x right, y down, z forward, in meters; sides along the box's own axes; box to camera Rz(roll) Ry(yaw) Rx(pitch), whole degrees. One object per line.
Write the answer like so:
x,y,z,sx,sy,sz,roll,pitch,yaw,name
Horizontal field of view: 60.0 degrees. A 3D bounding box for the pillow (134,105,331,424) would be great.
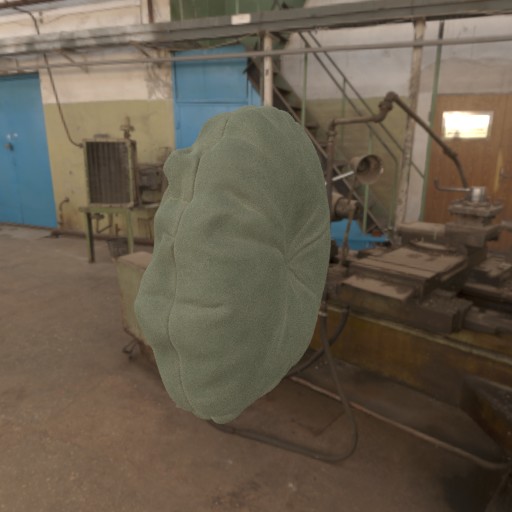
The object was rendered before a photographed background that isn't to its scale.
0.000,0.000,0.632,0.148,0.407,0.428,7,17,24,pillow
